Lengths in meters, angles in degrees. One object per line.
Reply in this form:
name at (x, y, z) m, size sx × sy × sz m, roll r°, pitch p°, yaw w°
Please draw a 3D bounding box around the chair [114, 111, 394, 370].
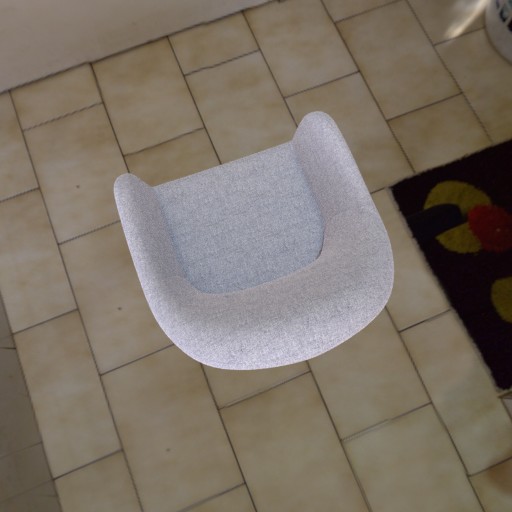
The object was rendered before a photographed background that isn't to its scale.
chair at (0.000, 0.000, 1.165) m, size 0.540 × 0.780 × 0.570 m, roll -19°, pitch 77°, yaw -5°
